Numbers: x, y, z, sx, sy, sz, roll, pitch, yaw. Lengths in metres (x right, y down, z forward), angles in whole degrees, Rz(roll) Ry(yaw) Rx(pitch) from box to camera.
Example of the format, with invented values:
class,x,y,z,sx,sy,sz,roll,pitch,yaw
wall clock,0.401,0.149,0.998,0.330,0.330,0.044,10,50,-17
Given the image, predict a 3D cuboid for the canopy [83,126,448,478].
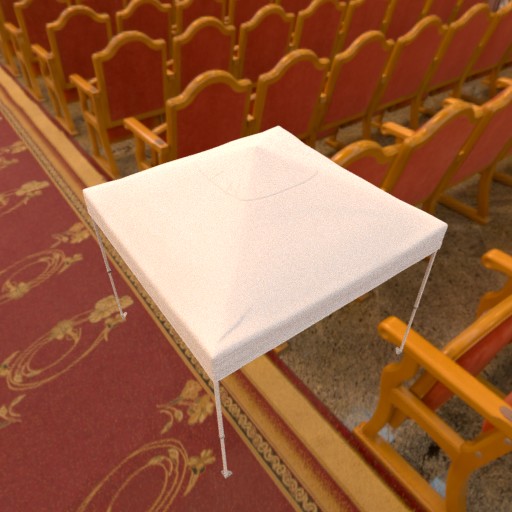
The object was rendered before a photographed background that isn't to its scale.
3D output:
class,x,y,z,sx,sy,sz,roll,pitch,yaw
canopy,0.000,0.000,5.519,2.998,2.997,2.996,-25,47,-26
